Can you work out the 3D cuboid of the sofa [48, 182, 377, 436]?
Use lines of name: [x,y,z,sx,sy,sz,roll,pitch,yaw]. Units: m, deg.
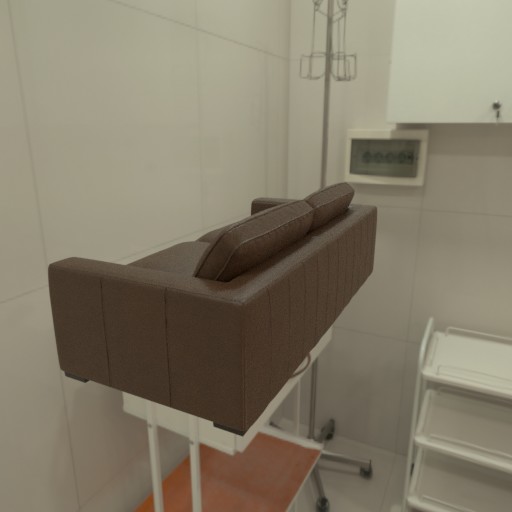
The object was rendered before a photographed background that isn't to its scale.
sofa: [0.000,0.000,2.809,1.070,0.801,2.262,8,18,25]
